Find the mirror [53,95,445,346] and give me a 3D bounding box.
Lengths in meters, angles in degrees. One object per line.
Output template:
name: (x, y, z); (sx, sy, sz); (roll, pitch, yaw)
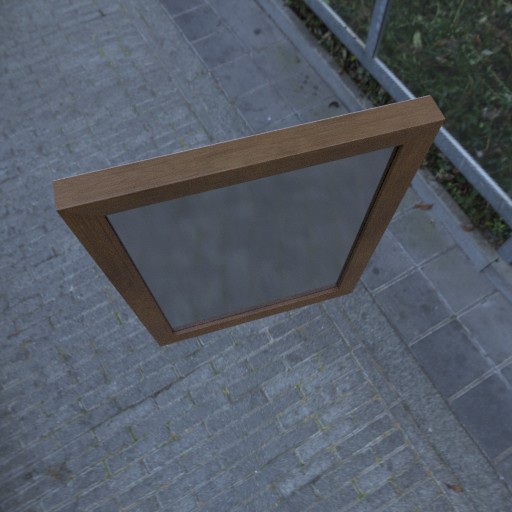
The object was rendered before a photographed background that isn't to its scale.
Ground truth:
mirror: (0.000, 0.000, 0.679); (0.405, 0.508, 0.041); (-15, 65, -7)
